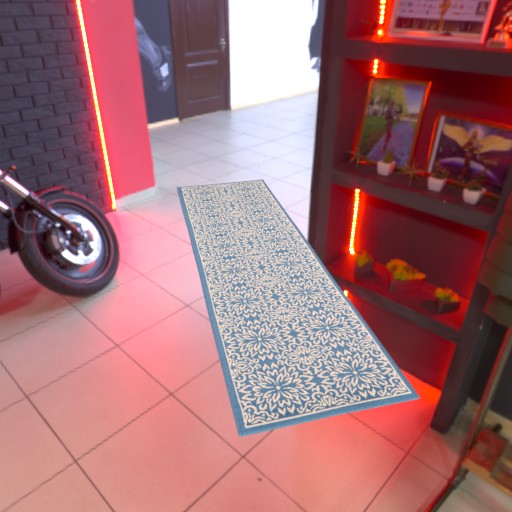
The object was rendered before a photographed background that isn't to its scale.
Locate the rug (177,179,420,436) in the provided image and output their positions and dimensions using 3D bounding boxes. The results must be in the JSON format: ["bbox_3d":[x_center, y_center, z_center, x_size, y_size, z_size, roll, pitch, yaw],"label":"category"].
[{"bbox_3d":[0.000,0.000,2.424,0.662,0.011,2.196,-7,32,-12],"label":"rug"}]
